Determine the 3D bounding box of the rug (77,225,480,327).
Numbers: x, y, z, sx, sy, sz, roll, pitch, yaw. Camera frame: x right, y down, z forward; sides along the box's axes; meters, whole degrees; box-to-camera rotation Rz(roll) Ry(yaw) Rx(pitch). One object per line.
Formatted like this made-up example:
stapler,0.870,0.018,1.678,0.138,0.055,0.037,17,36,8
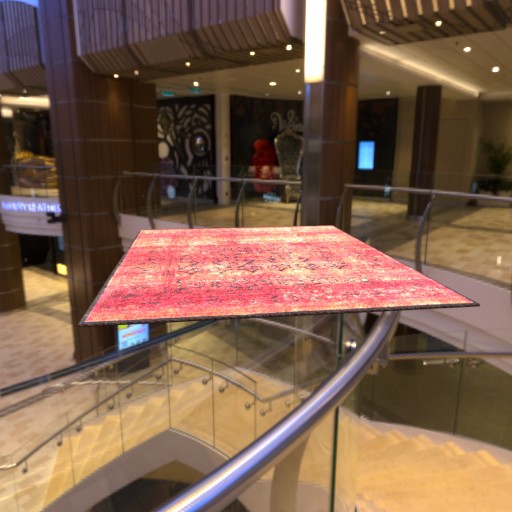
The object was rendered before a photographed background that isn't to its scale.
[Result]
rug,0.000,0.000,4.056,2.411,0.020,3.032,-2,14,-8
